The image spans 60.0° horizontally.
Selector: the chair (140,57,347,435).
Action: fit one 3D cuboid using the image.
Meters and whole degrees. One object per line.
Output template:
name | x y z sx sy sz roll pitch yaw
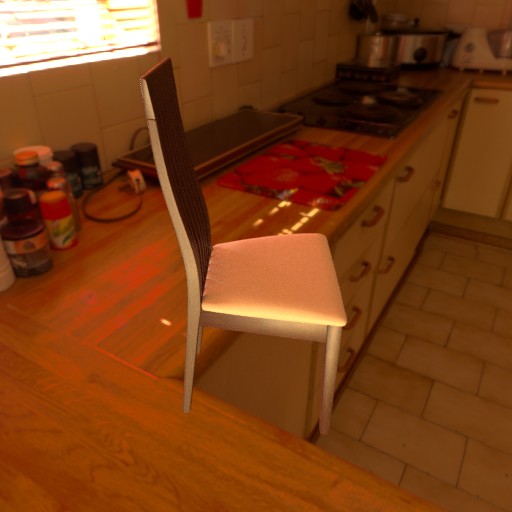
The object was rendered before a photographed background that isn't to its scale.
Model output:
chair | 0.000 0.000 1.291 0.474 1.027 0.460 0 32 1
